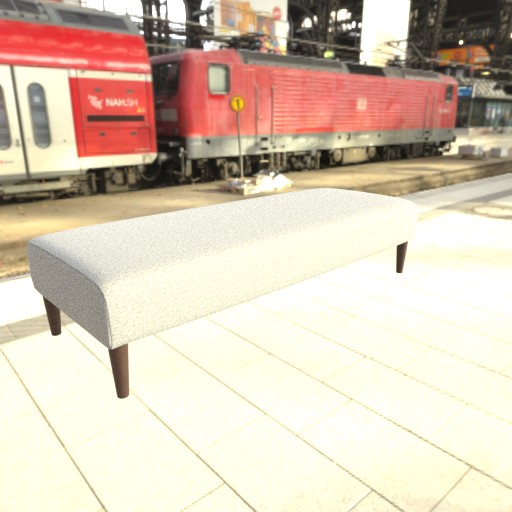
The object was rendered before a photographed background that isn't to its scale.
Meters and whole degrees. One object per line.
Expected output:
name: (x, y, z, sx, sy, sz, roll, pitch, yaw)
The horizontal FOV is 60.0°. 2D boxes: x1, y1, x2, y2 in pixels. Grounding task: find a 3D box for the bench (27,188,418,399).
bench: (0.000, 0.000, 1.857, 1.598, 0.383, 0.631, -16, 24, -41)
